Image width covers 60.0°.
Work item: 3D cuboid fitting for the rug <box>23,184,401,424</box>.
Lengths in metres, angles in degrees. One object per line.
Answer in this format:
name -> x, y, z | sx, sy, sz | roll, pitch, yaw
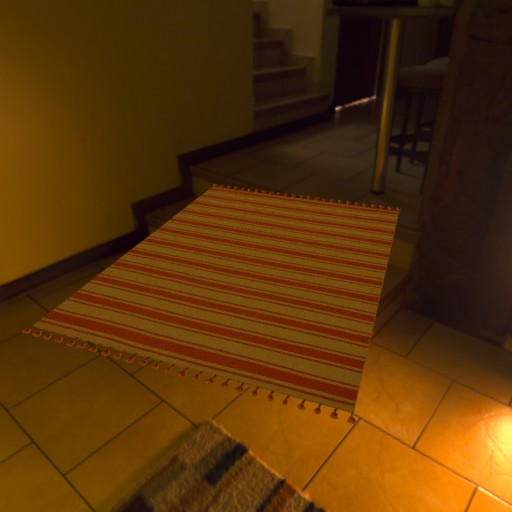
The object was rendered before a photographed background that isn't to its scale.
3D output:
rug -> 0.000, 0.000, 4.287 | 2.451, 0.035, 3.369 | 10, 31, 18
